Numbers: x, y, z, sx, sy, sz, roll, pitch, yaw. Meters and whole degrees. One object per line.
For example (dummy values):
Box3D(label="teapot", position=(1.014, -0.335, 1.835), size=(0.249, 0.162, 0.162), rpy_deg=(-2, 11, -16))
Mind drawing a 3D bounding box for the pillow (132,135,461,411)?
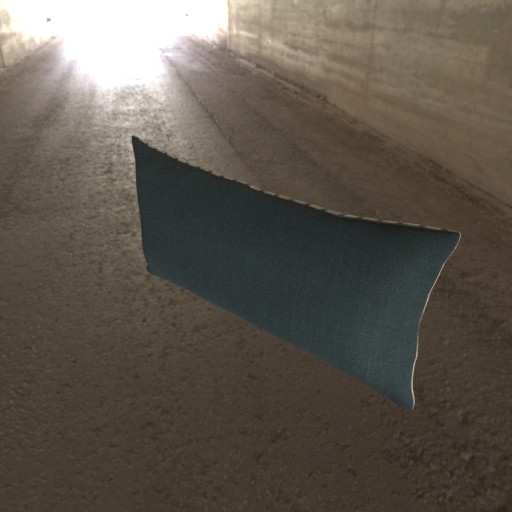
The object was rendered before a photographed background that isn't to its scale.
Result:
Box3D(label="pillow", position=(0.000, 0.000, 0.749), size=(0.609, 0.305, 0.151), rpy_deg=(22, 37, 33))
